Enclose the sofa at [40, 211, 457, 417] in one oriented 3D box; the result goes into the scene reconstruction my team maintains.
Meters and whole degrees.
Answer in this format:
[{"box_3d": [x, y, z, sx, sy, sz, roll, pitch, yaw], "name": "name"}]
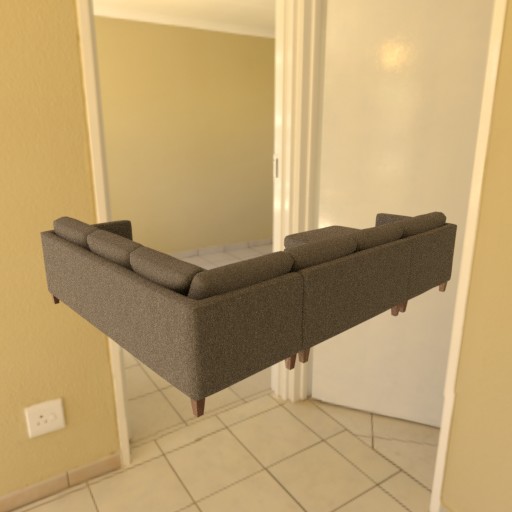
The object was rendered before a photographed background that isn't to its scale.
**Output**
[{"box_3d": [0.000, 0.000, 4.364, 3.238, 0.853, 2.551, -14, 21, -40], "name": "sofa"}]
